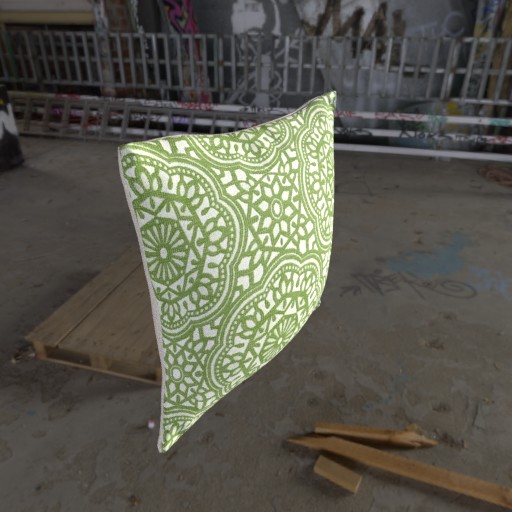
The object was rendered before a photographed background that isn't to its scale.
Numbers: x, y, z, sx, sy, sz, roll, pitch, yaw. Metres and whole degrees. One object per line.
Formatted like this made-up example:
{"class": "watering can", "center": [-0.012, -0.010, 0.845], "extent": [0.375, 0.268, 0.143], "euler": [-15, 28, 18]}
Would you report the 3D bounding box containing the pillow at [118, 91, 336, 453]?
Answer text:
{"class": "pillow", "center": [0.000, 0.000, 0.658], "extent": [0.162, 0.419, 0.440], "euler": [19, 33, 31]}
